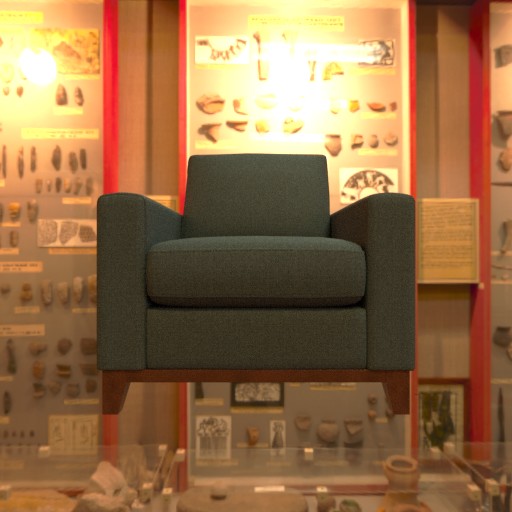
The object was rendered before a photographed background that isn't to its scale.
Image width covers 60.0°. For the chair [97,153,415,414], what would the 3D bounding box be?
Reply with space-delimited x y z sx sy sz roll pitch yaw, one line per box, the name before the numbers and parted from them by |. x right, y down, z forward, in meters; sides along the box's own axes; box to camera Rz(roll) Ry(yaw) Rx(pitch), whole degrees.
chair | 0.000 0.000 1.883 1.024 1.010 1.038 0 0 0
